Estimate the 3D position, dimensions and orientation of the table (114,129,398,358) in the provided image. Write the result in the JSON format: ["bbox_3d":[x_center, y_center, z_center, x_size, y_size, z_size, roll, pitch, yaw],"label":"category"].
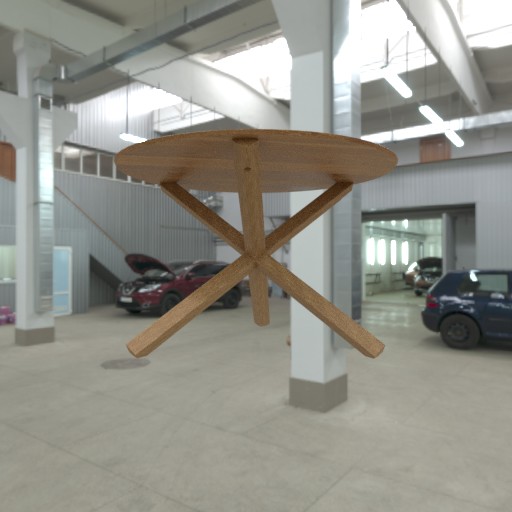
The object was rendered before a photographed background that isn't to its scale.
[{"bbox_3d":[0.000,0.000,1.695,1.038,0.666,1.038,0,-1,0],"label":"table"}]
